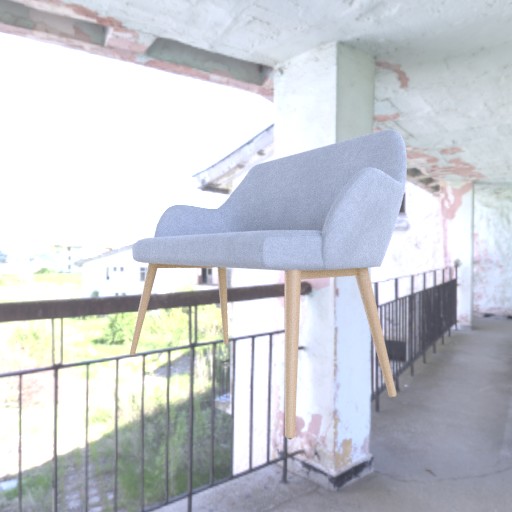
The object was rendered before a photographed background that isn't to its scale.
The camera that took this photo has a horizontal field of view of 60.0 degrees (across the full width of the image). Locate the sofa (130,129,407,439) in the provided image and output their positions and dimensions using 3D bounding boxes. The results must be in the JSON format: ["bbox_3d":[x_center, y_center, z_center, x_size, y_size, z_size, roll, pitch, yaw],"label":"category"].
[{"bbox_3d":[0.000,0.000,1.599,0.610,0.840,1.150,0,1,-36],"label":"sofa"}]
